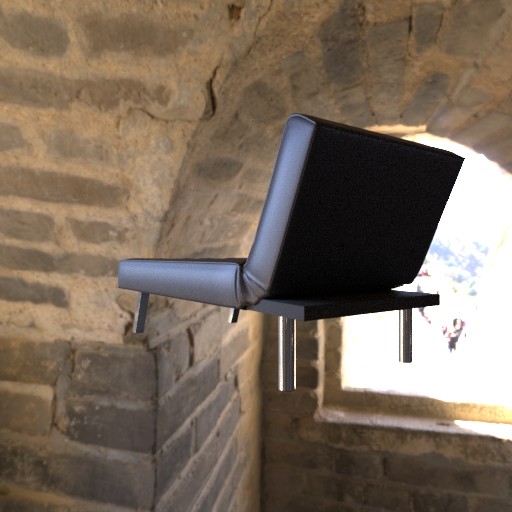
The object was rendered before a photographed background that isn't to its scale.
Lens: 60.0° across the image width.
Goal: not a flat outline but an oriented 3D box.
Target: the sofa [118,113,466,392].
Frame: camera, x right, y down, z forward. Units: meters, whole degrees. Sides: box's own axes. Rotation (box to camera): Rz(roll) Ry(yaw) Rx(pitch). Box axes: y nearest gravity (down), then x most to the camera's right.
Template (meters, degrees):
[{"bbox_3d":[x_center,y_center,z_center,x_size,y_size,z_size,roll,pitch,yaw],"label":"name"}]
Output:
[{"bbox_3d":[0.000,0.000,2.003,0.760,0.820,1.560,0,0,-36],"label":"sofa"}]
